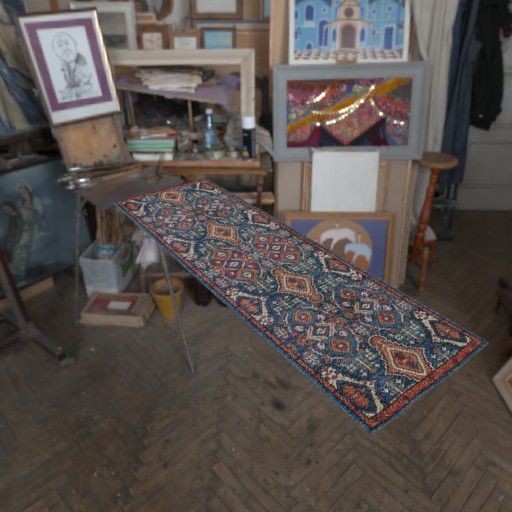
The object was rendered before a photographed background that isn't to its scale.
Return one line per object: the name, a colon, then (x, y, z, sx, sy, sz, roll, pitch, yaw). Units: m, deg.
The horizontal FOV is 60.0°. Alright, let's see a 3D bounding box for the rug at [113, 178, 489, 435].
rug: (0.000, 0.000, 2.625, 0.801, 0.010, 2.459, -21, 38, -31)
